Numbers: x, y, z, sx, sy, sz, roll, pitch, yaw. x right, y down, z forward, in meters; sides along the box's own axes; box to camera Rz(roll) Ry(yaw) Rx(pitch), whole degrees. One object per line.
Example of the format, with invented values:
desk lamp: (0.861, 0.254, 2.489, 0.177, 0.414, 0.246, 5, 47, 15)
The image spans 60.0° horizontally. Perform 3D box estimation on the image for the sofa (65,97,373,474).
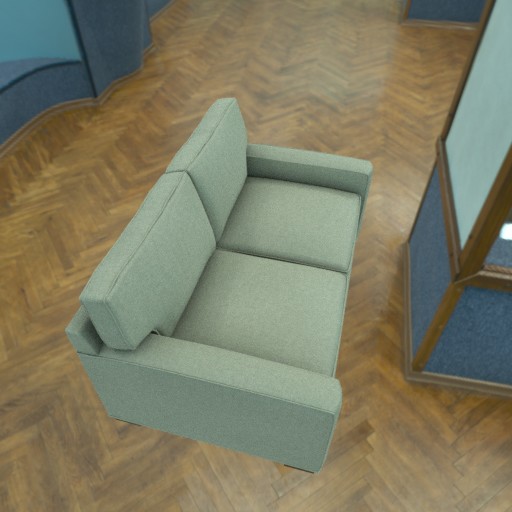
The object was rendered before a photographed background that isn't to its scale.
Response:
sofa: (0.000, 0.000, 2.063, 0.940, 0.853, 1.484, 11, 46, 10)
